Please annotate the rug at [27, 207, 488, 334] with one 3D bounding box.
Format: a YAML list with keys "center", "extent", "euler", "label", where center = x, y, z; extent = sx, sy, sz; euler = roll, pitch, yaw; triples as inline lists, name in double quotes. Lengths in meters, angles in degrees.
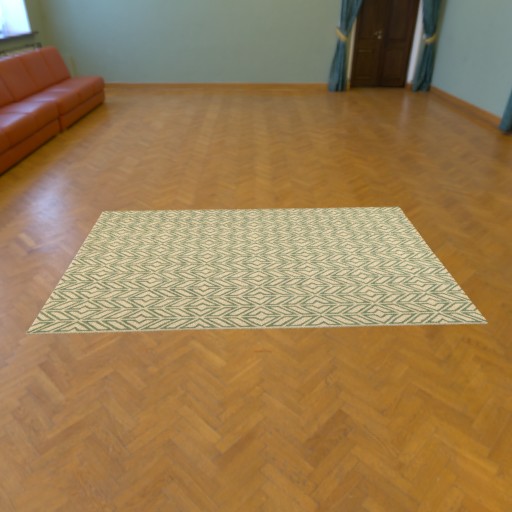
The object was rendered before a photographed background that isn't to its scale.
- center: [0.000, 0.000, 2.987]
  extent: [2.435, 0.011, 1.517]
  euler: [-1, 30, -2]
  label: "rug"
